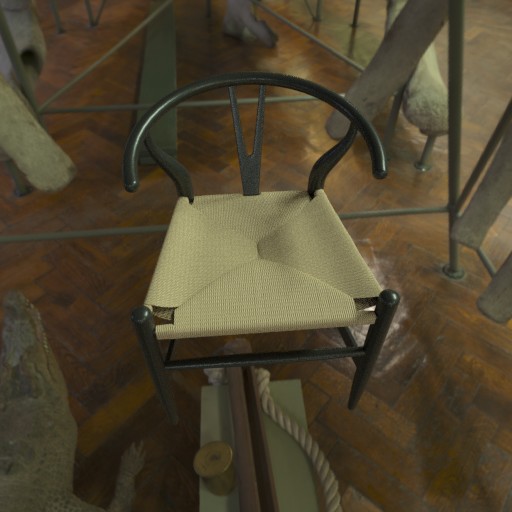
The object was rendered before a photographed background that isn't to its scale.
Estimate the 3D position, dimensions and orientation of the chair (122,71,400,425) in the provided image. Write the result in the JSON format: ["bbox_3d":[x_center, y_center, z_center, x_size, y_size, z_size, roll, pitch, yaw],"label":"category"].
[{"bbox_3d":[0.000,0.000,1.165,0.570,0.739,0.570,-4,46,-3],"label":"chair"}]
